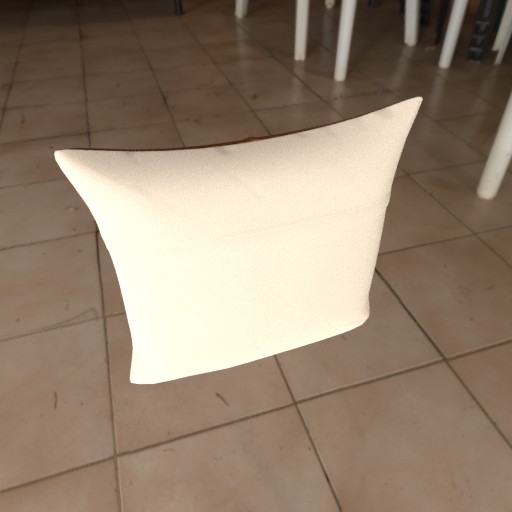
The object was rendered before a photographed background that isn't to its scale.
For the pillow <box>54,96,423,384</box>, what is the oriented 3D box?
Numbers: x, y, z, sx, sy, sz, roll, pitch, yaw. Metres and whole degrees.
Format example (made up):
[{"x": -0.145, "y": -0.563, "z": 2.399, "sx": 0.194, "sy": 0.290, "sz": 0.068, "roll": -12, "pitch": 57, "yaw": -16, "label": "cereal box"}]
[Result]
[{"x": 0.000, "y": 0.000, "z": 0.733, "sx": 0.501, "sy": 0.477, "sz": 0.192, "roll": -13, "pitch": 43, "yaw": -14, "label": "pillow"}]
